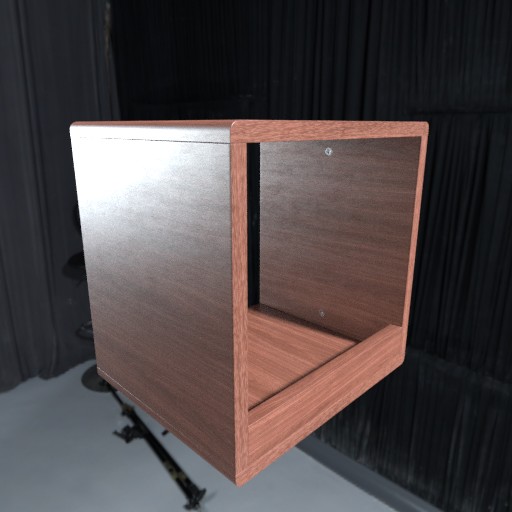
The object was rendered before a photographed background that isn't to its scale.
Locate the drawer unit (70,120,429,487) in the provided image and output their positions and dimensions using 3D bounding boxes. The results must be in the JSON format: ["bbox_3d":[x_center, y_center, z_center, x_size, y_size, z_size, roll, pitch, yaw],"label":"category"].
[{"bbox_3d":[0.000,0.000,0.606,0.290,0.351,0.349,16,23,42],"label":"drawer unit"}]
